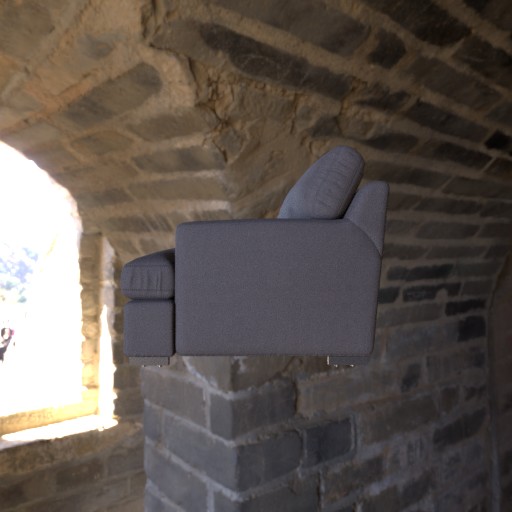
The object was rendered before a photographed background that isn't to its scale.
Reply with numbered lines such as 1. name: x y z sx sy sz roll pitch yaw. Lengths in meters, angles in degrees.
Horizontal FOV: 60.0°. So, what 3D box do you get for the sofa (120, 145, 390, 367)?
1. sofa: 0.000 0.000 2.933 1.140 0.950 2.271 0 -1 0
